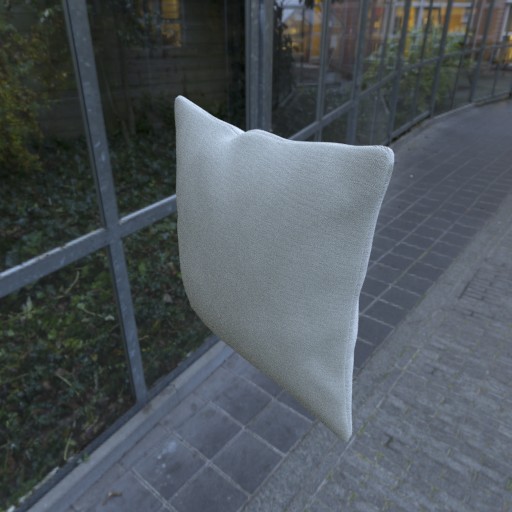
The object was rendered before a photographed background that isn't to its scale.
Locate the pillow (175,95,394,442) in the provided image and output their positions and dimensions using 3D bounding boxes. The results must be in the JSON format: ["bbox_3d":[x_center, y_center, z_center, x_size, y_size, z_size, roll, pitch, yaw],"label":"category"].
[{"bbox_3d":[0.000,0.000,0.680,0.162,0.420,0.437,-20,34,-33],"label":"pillow"}]
